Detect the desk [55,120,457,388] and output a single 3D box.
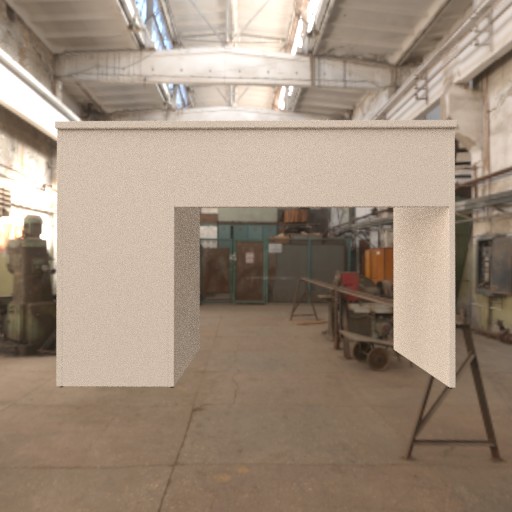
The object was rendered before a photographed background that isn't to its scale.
[{"bbox_3d":[0.000,0.000,1.486,1.097,0.735,0.560,0,0,1],"label":"desk"}]
